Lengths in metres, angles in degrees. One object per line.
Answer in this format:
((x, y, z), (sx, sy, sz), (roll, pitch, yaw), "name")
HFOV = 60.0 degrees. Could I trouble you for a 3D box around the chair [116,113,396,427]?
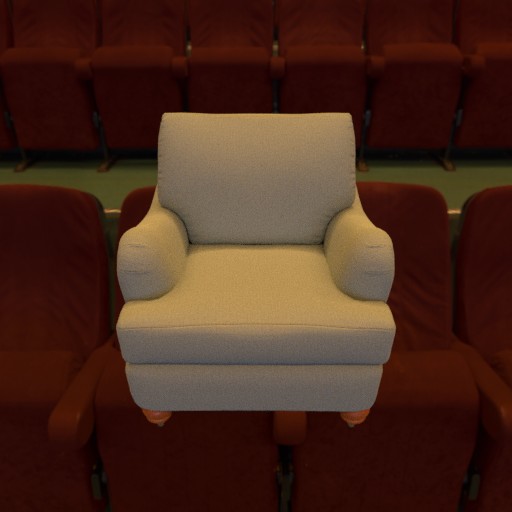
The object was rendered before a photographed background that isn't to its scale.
((0.000, 0.000, 1.853), (0.955, 1.038, 1.070), (0, 30, 0), "chair")
